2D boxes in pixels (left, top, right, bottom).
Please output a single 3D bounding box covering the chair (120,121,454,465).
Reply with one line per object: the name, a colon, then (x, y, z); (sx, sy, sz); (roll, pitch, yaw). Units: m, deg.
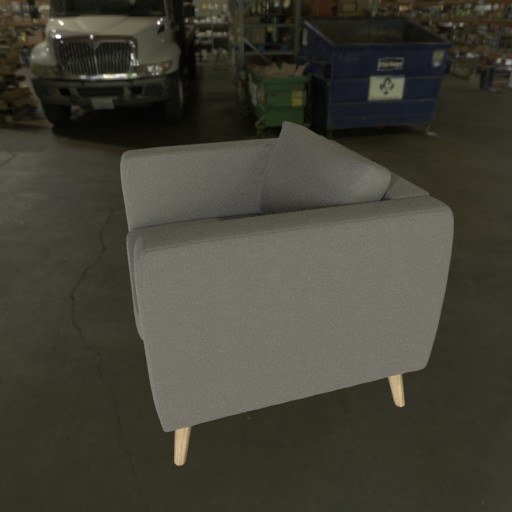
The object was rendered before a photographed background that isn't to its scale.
chair: (0.000, 0.000, 1.678); (0.930, 0.860, 1.000); (-8, 30, -15)
